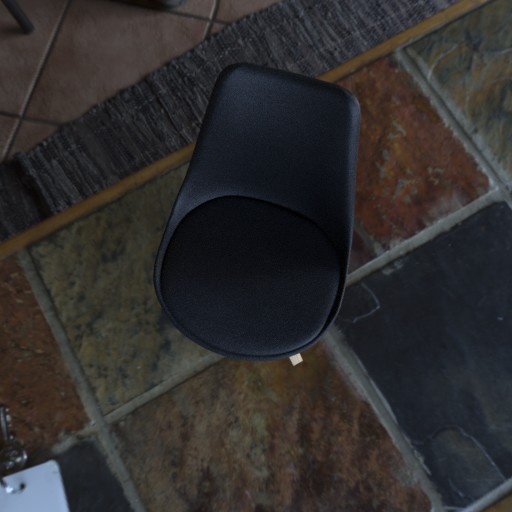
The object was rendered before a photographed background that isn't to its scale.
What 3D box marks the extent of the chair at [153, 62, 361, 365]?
[{"bbox_3d":[0.000,0.000,1.192,0.485,0.850,0.549,16,77,4],"label":"chair"}]
